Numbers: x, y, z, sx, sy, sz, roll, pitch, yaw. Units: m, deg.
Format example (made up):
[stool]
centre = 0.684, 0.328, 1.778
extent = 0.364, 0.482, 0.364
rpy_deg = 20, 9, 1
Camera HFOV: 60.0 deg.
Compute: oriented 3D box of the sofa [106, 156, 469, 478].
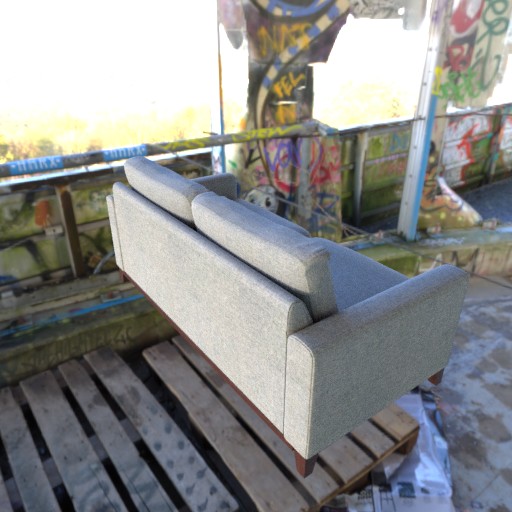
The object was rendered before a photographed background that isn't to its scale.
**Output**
[sofa]
centre = 0.000, 0.000, 2.472
extent = 0.969, 0.892, 1.978
rpy_deg = -18, 32, -32
